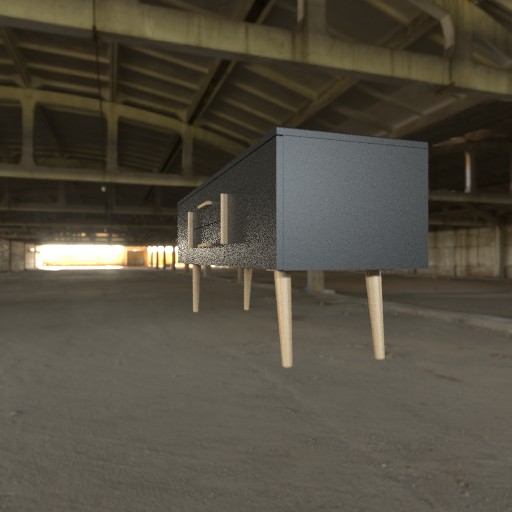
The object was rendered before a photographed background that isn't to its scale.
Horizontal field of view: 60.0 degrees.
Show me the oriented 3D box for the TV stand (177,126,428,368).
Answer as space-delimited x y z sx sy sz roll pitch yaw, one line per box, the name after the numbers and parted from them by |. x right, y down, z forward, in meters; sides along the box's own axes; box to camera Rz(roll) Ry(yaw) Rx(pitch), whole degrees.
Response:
0.000 0.000 1.571 0.390 0.518 1.312 0 0 -19 | TV stand
